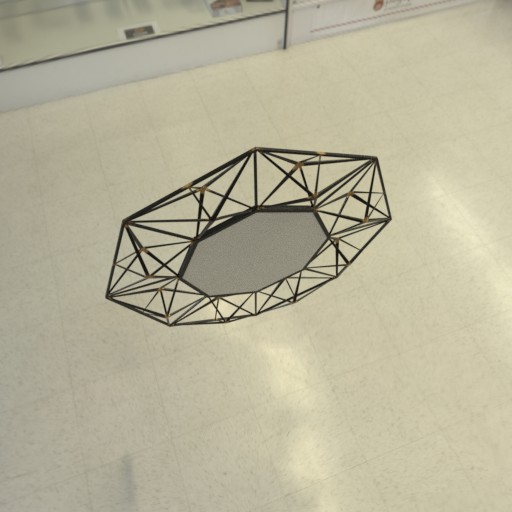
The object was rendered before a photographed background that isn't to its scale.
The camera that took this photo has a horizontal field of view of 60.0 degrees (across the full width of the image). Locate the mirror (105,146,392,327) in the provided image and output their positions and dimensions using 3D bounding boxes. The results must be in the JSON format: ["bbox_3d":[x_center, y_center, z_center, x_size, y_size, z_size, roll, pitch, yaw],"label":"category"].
[{"bbox_3d":[0.000,0.000,1.050,0.710,0.710,0.094,-15,61,-9],"label":"mirror"}]
